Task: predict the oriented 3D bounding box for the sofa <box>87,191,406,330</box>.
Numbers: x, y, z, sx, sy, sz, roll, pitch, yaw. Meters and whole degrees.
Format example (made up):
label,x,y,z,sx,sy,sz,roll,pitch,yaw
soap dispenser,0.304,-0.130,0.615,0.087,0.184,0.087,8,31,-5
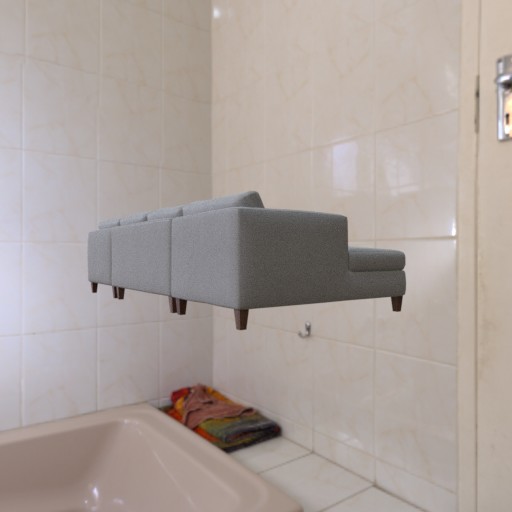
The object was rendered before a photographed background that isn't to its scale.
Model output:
label,x,y,z,sx,sy,sz,roll,pitch,yaw
sofa,0.000,0.000,4.551,2.551,0.853,3.238,0,0,-35
